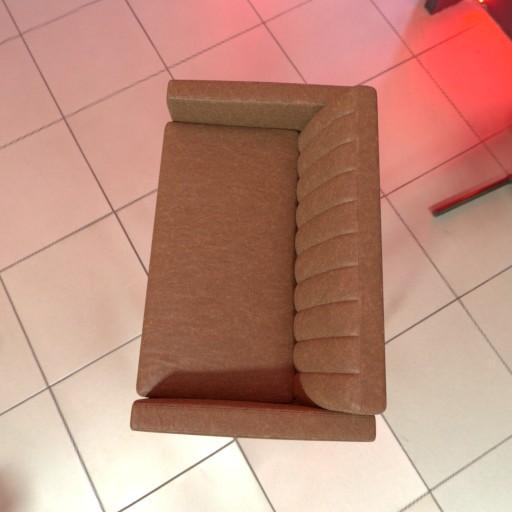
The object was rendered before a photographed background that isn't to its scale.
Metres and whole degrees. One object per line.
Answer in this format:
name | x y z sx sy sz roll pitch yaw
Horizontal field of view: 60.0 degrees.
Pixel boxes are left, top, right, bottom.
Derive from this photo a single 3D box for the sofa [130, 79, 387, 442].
sofa | 0.000 0.000 2.069 0.960 0.820 1.549 2 75 1
